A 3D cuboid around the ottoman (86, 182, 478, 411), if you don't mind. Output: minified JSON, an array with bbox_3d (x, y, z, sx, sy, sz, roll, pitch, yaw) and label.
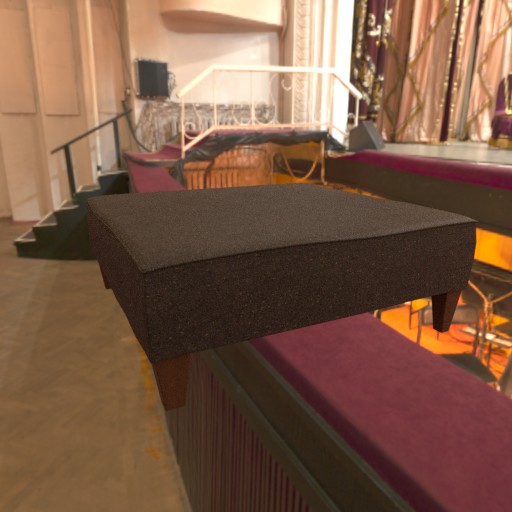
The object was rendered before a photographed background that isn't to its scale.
[{"bbox_3d":[0.000,0.000,1.553,1.004,0.382,0.968,-8,19,-25],"label":"ottoman"}]
